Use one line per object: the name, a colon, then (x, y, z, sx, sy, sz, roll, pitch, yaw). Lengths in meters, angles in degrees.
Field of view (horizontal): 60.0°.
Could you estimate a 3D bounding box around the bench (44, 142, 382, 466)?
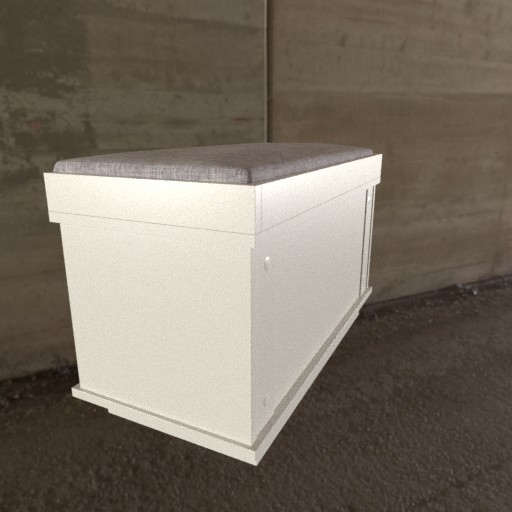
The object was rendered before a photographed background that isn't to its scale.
bench: (0.000, 0.000, 0.956, 0.362, 0.461, 0.734, 8, 18, 25)
